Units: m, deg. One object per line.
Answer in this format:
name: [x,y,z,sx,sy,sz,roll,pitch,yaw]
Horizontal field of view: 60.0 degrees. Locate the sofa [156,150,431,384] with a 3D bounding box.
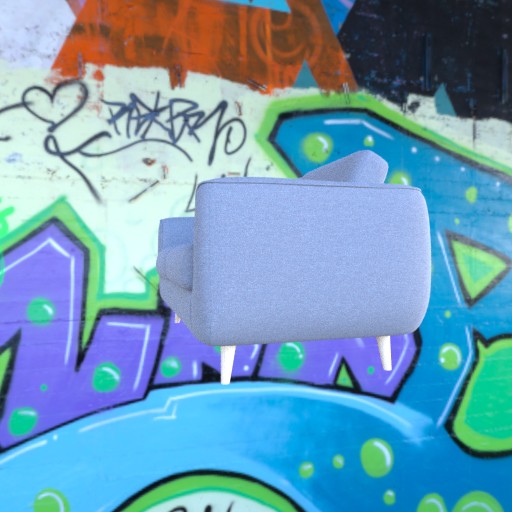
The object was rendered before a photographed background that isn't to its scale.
sofa: [0.000,0.000,2.237,0.920,0.850,1.700,0,0,-17]
